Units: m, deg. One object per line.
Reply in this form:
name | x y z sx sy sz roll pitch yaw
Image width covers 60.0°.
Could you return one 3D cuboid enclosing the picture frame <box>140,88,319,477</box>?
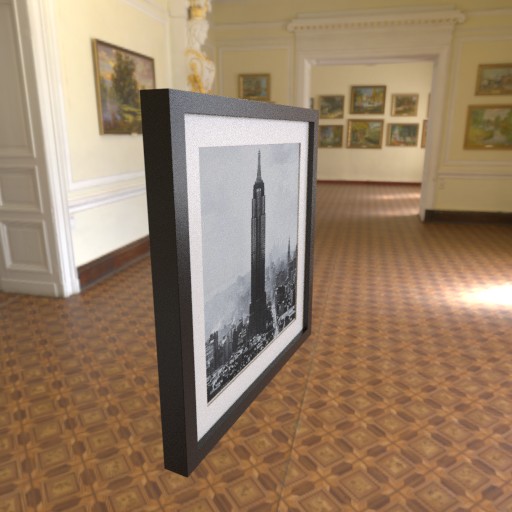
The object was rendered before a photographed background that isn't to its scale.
picture frame | 0.000 0.000 0.540 0.029 0.353 0.355 7 17 25
